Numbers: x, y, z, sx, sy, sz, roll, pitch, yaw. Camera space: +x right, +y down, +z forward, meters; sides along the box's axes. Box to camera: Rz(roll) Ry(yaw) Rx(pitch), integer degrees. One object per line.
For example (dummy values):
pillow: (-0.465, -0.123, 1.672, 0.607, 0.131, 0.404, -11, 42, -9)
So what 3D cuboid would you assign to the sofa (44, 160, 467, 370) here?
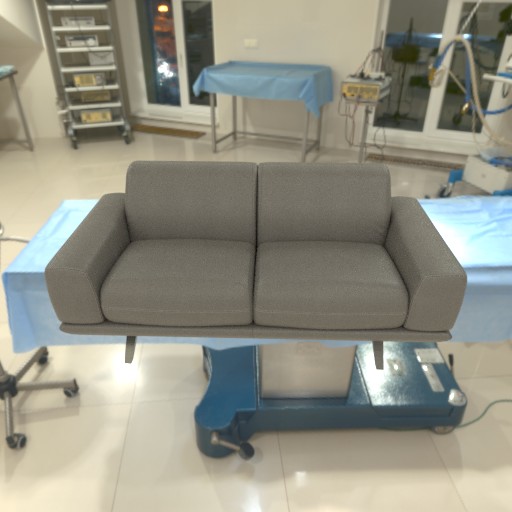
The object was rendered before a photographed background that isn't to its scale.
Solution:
sofa: (0.000, 0.000, 2.385, 1.901, 0.772, 0.900, 1, 31, 2)
